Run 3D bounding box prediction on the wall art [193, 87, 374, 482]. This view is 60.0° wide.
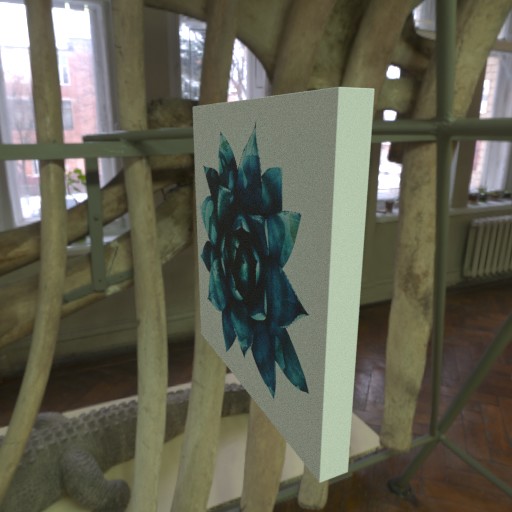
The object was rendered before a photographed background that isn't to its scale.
[{"bbox_3d":[0.000,0.000,0.613,0.038,0.406,0.406,-7,18,-24],"label":"wall art"}]
